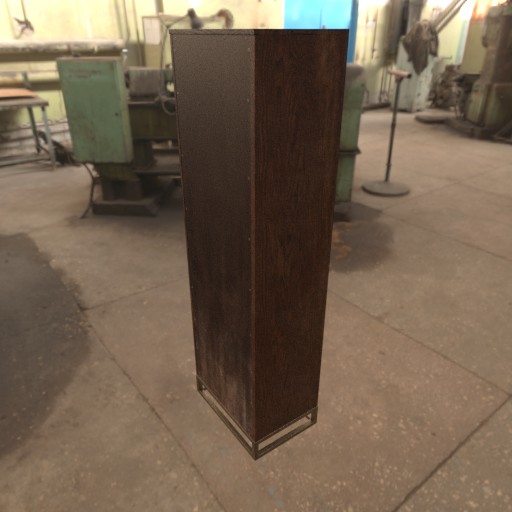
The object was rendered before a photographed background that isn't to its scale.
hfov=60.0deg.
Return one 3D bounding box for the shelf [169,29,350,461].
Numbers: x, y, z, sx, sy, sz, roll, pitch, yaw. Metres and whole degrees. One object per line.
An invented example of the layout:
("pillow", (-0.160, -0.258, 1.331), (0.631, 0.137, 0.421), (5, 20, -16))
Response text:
("shelf", (0.000, 0.000, 1.899), (0.395, 1.732, 0.539), (-18, 32, -31))
